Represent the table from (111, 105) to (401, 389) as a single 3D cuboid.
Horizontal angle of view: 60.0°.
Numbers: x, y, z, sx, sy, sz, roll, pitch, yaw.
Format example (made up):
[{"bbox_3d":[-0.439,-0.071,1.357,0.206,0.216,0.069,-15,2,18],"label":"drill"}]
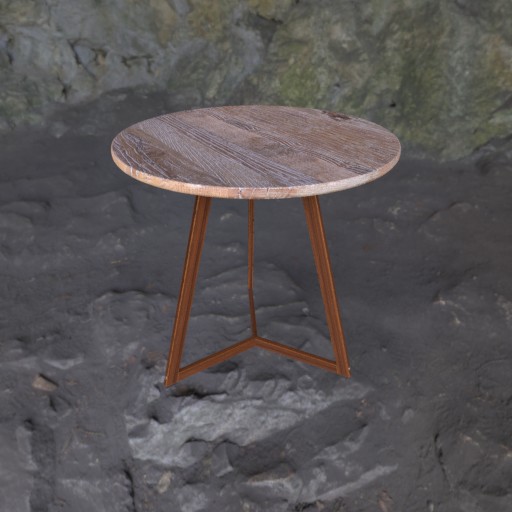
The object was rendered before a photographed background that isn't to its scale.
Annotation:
[{"bbox_3d":[0.000,0.000,0.919,0.500,0.500,0.500,0,31,0],"label":"table"}]
